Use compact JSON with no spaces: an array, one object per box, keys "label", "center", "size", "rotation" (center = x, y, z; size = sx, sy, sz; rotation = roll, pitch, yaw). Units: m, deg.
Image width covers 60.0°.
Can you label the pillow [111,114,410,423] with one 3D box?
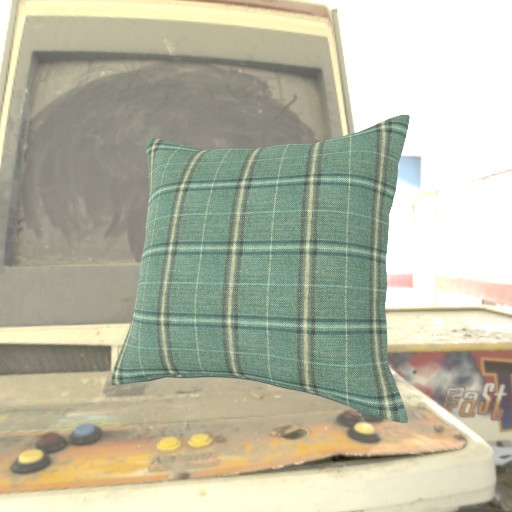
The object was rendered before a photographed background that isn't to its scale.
[{"label":"pillow","center":[0.000,0.000,0.687],"size":[0.453,0.430,0.200],"rotation":[0,0,18]}]
